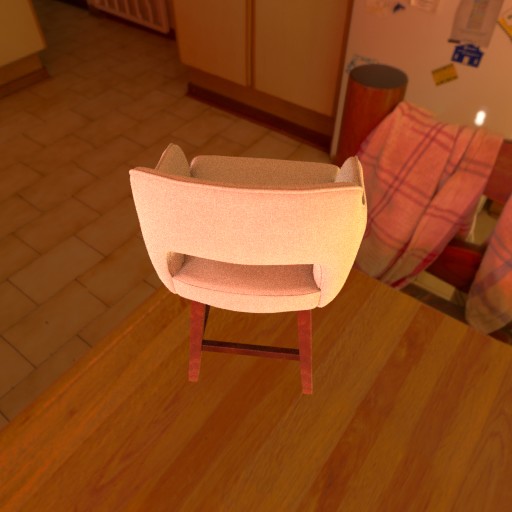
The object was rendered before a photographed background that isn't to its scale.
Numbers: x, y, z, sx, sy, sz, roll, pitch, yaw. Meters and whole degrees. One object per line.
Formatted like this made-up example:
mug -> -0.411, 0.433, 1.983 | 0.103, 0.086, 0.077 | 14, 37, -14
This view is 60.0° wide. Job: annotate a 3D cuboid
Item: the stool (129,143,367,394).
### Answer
stool -> 0.000, 0.000, 1.285 | 0.550, 0.936, 0.560 | 5, 48, 4
